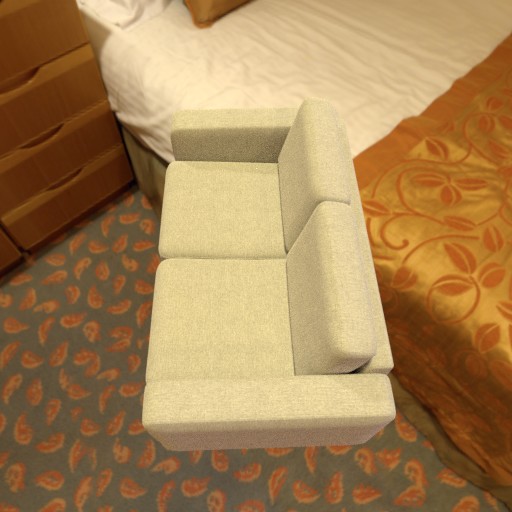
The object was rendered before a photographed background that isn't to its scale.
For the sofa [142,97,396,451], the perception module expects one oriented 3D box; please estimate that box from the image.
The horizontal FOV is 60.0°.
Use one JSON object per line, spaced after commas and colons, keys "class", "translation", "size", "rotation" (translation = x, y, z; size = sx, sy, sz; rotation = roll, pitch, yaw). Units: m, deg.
{"class": "sofa", "translation": [0.000, 0.000, 2.007], "size": [0.900, 0.800, 1.540], "rotation": [-2, 58, -1]}
